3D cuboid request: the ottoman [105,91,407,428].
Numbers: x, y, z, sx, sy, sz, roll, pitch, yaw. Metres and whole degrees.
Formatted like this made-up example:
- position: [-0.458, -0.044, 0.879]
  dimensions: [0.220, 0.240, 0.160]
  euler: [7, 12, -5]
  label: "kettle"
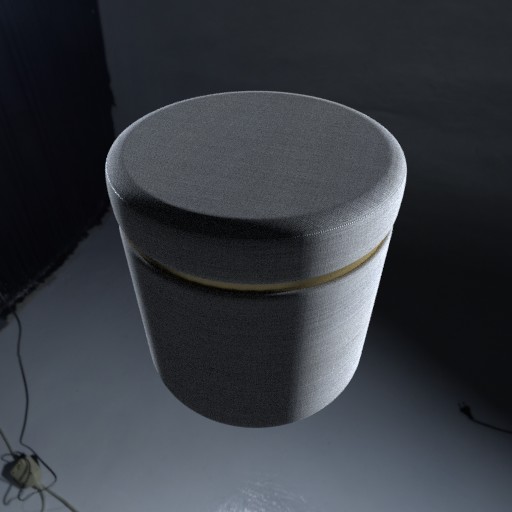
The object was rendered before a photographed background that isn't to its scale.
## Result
- position: [0.000, 0.000, 0.725]
  dimensions: [0.400, 0.406, 0.400]
  euler: [0, 41, 0]
  label: "ottoman"
